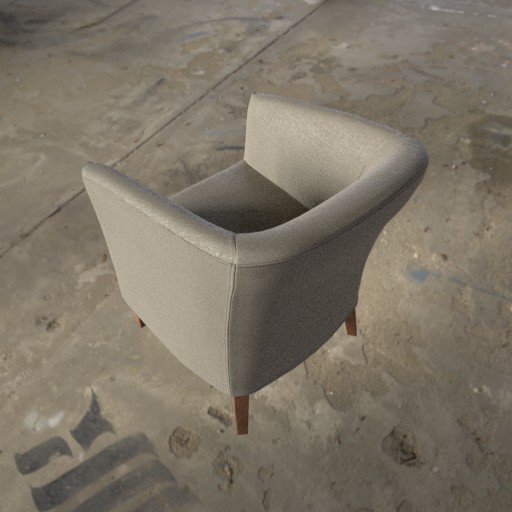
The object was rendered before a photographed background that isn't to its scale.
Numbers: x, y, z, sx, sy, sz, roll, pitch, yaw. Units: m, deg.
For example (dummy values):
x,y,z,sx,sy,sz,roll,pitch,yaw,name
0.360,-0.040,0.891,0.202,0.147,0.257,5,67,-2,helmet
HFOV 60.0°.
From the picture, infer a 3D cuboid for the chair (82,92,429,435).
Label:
x,y,z,sx,sy,sz,roll,pitch,yaw,name
0.000,0.000,1.236,0.600,0.771,0.668,-33,54,-28,chair
